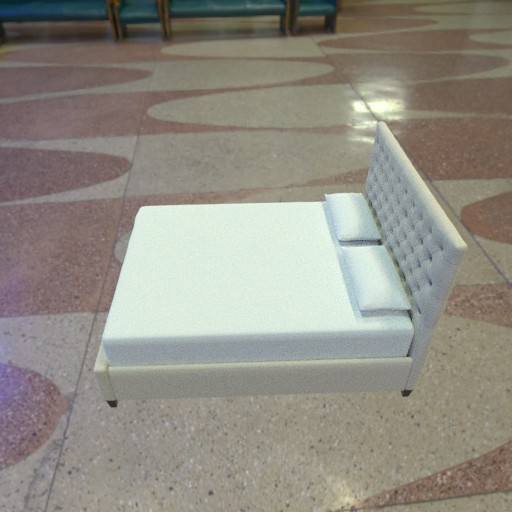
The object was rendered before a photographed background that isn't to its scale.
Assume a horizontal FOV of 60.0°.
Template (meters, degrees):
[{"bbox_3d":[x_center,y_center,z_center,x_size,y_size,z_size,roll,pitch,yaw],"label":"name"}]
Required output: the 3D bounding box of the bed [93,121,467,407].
[{"bbox_3d":[0.000,0.000,3.411,2.233,1.426,1.696,-2,39,-2],"label":"bed"}]
